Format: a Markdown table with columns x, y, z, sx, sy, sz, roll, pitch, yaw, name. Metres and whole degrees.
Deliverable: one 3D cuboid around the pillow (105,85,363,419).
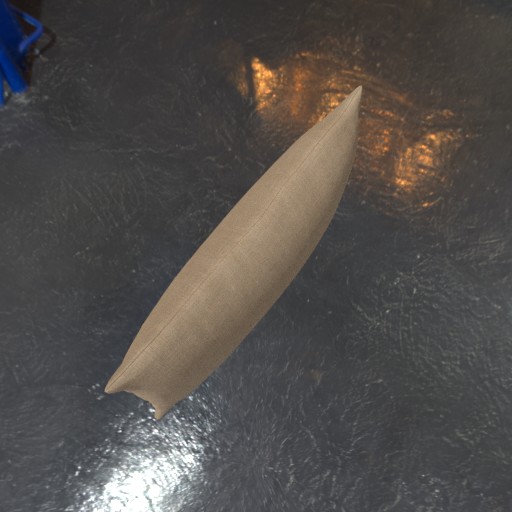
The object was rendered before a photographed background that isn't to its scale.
| x | y | z | sx | sy | sz | roll | pitch | yaw | name |
| --- | --- | --- | --- | --- | --- | --- | --- | --- | --- |
| 0.000 | 0.000 | 0.758 | 0.148 | 0.308 | 0.612 | 33 | 69 | 14 | pillow |
